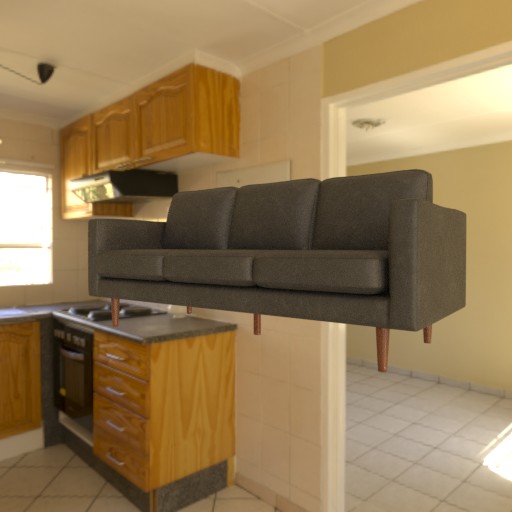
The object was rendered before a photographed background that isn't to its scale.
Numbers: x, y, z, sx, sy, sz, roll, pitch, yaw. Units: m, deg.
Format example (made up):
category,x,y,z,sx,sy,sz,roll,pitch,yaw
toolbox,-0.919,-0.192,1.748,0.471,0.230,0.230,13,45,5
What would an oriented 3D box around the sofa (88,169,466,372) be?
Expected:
category,x,y,z,sx,sy,sz,roll,pitch,yaw
sofa,0.000,0.000,2.513,2.029,0.899,0.879,1,1,36
